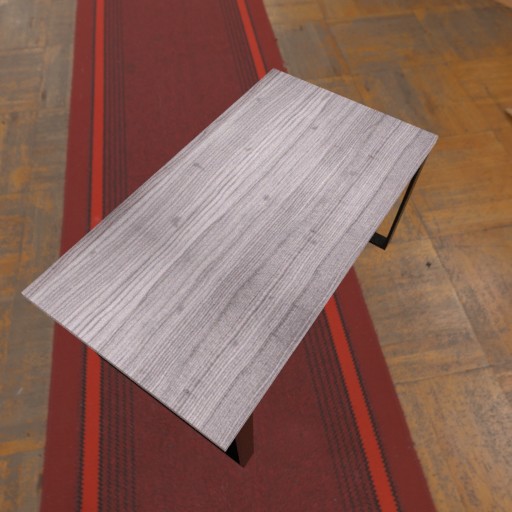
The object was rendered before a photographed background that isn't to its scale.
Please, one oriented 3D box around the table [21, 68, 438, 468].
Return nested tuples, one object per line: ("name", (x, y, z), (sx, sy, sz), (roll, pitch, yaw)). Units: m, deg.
("table", (0.000, 0.000, 2.058), (0.881, 0.736, 1.579), (30, 61, 18))
